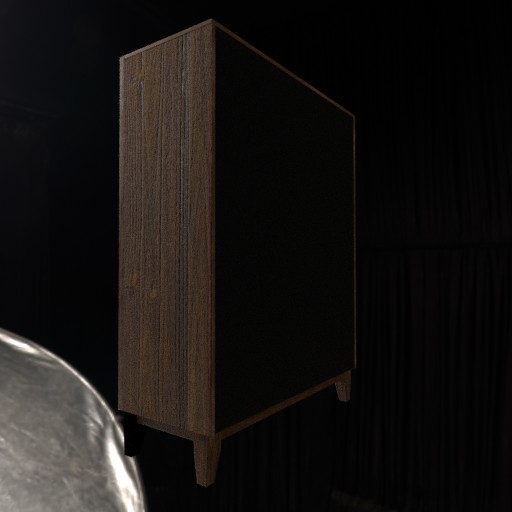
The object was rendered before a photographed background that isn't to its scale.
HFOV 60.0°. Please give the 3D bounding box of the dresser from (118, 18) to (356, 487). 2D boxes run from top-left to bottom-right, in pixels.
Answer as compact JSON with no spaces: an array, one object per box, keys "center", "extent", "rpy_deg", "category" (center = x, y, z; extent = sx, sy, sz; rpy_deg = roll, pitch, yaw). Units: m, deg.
[{"center":[0.000,0.000,1.863],"extent":[0.442,1.393,1.062],"rpy_deg":[-1,-1,36],"category":"dresser"}]
